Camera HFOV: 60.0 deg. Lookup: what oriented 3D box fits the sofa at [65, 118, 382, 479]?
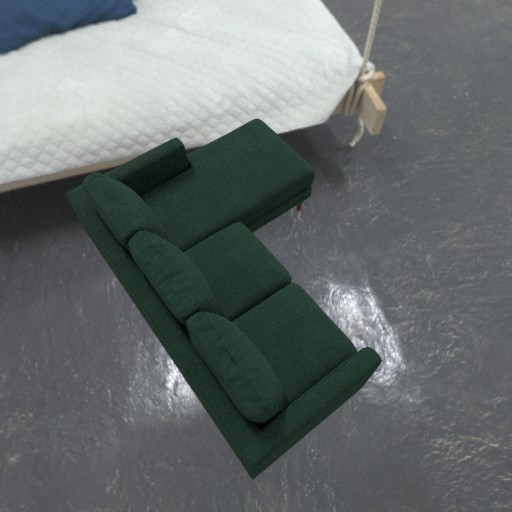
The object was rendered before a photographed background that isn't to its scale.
[{"bbox_3d":[0.000,0.000,2.879,1.580,0.899,2.030,-33,64,-18],"label":"sofa"}]
